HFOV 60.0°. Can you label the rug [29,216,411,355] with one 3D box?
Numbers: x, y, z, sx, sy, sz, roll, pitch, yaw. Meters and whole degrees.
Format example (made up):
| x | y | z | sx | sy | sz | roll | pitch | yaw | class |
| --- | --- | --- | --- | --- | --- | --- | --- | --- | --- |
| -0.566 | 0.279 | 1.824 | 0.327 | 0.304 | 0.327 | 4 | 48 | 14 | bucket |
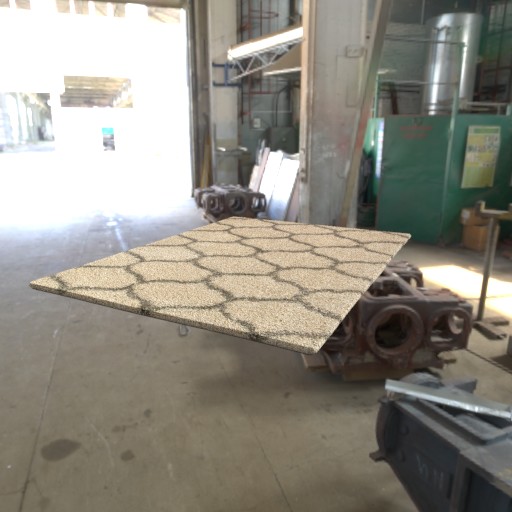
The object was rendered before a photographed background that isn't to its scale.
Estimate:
| x | y | z | sx | sy | sz | roll | pitch | yaw | class |
| --- | --- | --- | --- | --- | --- | --- | --- | --- | --- |
| 0.000 | 0.000 | 2.157 | 1.200 | 0.025 | 1.600 | 8 | 18 | 26 | rug |
